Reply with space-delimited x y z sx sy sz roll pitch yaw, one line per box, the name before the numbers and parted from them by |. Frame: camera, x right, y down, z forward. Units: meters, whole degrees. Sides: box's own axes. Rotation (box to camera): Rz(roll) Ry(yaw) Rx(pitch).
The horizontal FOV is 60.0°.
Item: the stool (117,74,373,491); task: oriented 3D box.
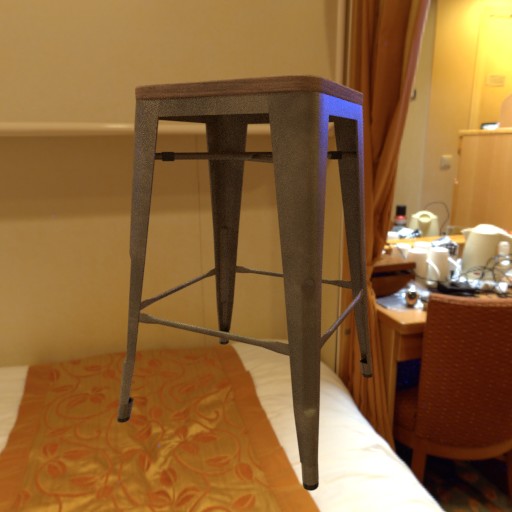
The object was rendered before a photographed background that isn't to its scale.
stool | 0.000 0.000 0.866 0.407 0.607 0.407 7 16 26
